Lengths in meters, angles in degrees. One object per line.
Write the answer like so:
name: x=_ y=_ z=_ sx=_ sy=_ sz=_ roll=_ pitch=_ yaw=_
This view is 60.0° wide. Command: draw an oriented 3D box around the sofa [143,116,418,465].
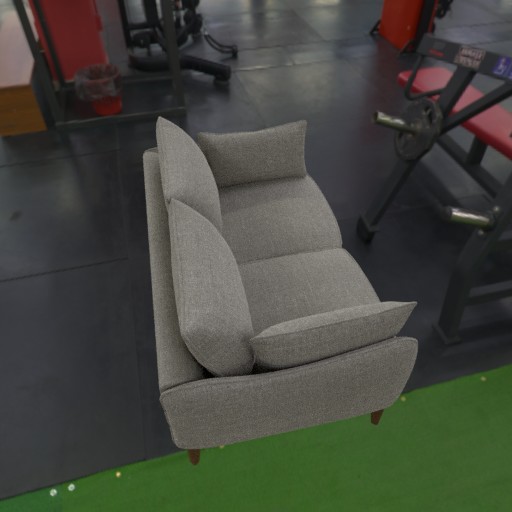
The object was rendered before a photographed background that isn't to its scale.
sofa: x=0.000 y=0.000 z=2.139 sx=0.972 sy=0.851 sz=1.580 roll=-9 pitch=46 yaw=-9
